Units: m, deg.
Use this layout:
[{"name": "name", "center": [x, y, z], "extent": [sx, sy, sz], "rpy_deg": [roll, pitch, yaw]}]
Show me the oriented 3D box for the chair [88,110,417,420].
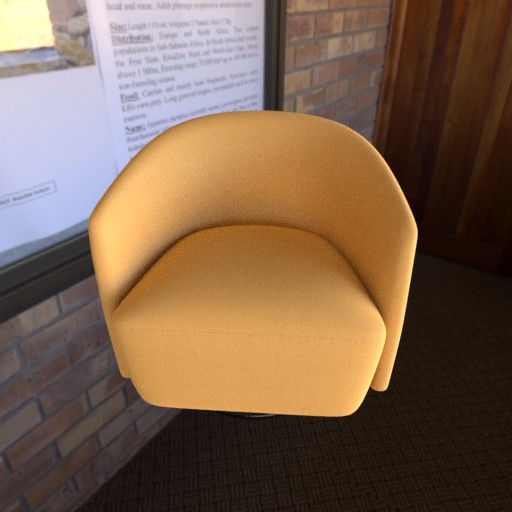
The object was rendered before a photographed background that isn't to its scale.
[{"name": "chair", "center": [0.000, 0.000, 1.336], "extent": [0.773, 0.698, 0.767], "rpy_deg": [2, 31, 3]}]
